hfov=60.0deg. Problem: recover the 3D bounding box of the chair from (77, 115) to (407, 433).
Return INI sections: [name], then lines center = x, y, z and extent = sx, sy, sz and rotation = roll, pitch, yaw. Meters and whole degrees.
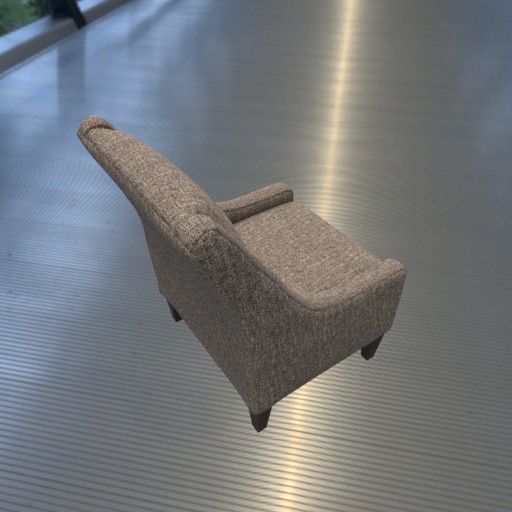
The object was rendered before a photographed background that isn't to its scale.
[chair]
center = 0.000, 0.000, 1.648
extent = 0.870, 1.014, 0.774
rotation = -24, 46, -26
